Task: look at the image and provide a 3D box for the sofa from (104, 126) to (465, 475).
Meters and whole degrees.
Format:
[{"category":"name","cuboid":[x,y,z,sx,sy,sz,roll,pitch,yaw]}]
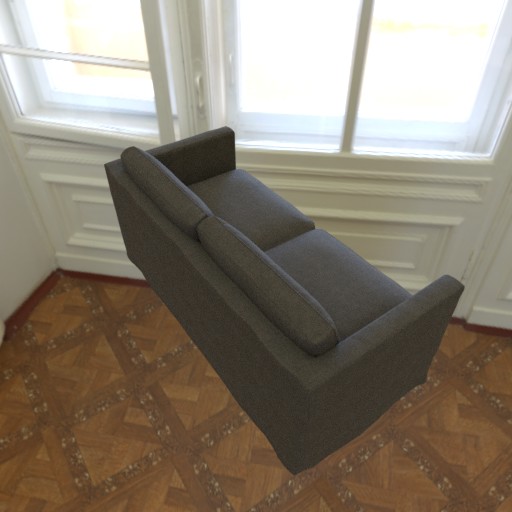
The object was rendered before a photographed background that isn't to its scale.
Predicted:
[{"category":"sofa","cuboid":[0.000,0.000,2.536,0.953,0.855,1.982,-25,48,-26]}]
